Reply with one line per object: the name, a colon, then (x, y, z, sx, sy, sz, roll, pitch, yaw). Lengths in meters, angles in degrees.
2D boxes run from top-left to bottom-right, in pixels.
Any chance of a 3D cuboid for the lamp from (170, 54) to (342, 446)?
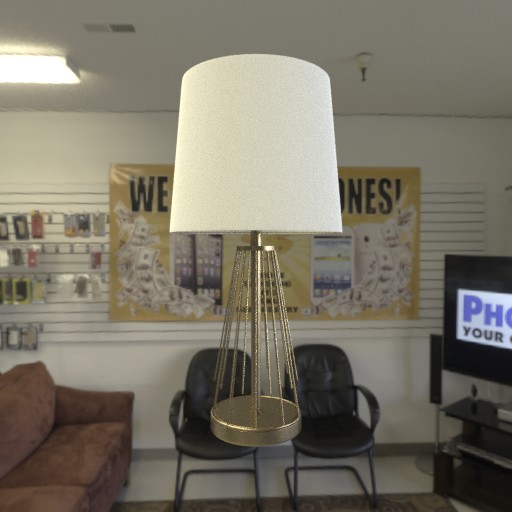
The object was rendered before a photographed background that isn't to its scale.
lamp: (0.000, 0.000, 0.794, 0.303, 0.618, 0.303, 0, 2, 0)
